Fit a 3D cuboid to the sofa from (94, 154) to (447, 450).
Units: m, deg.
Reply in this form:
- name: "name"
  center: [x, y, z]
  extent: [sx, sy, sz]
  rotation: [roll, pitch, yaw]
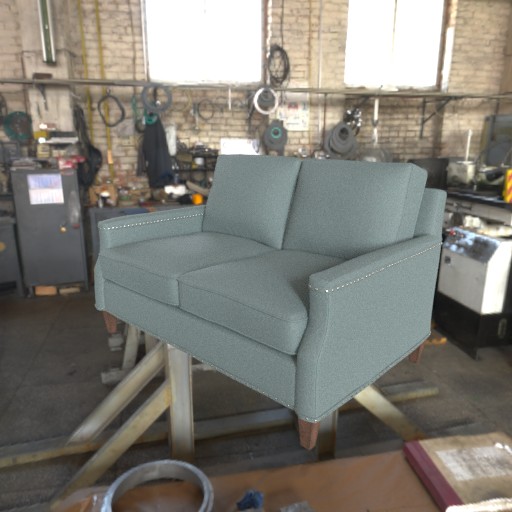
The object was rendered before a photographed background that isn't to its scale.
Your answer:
- name: "sofa"
  center: [0.000, 0.000, 2.325]
  extent: [1.597, 1.003, 1.084]
  rotation: [14, 20, 42]
